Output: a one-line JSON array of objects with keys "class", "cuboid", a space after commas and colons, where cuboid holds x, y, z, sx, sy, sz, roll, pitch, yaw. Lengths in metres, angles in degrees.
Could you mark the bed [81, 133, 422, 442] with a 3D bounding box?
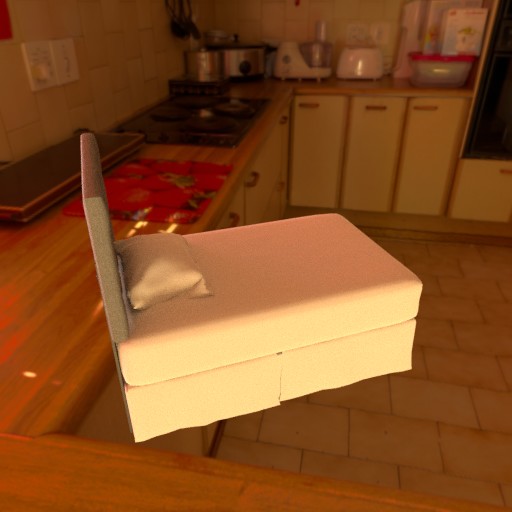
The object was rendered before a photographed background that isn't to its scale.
[{"class": "bed", "cuboid": [0.000, 0.000, 3.024, 1.997, 1.571, 1.261, -10, 31, -17]}]
